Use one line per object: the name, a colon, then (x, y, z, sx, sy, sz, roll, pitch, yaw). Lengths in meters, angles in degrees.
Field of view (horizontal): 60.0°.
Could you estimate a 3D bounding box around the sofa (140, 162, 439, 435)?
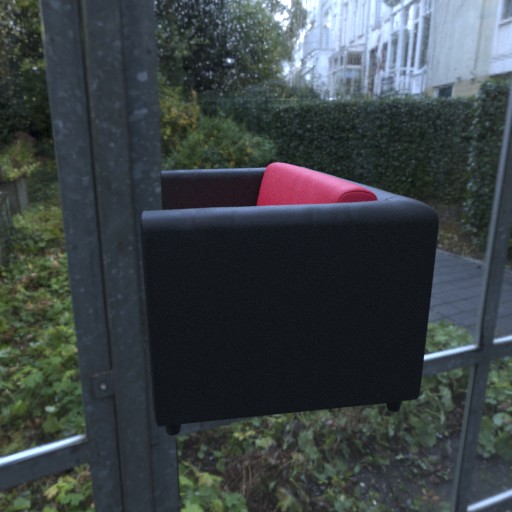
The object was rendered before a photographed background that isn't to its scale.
sofa: (0.000, 0.000, 1.932, 0.845, 0.735, 1.410, -3, 16, -9)
